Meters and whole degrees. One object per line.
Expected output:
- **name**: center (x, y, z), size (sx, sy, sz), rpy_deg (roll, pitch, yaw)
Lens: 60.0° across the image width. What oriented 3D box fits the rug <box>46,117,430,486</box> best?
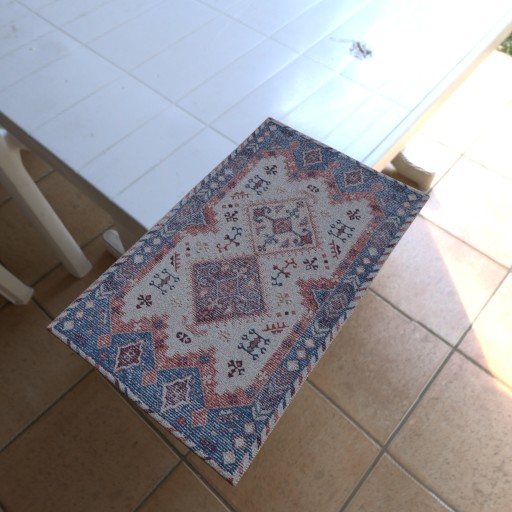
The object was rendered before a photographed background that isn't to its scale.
- **rug**: center (0.000, 0.000, 3.105), size (1.521, 0.023, 2.464), rpy_deg (32, 63, 18)
